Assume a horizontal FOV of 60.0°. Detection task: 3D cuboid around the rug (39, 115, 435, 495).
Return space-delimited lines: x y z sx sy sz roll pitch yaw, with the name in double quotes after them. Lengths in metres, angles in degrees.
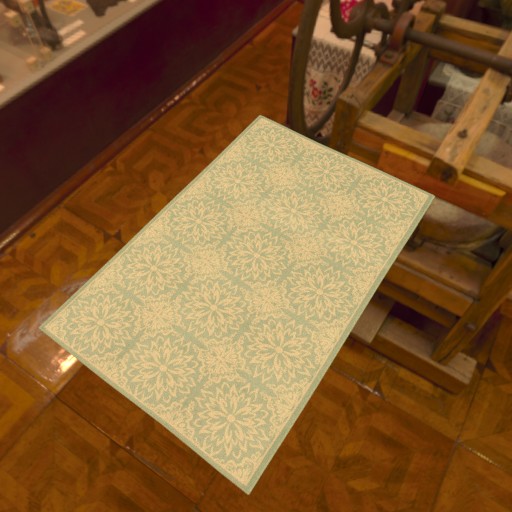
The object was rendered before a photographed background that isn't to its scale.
0.000 0.000 3.448 1.819 0.018 2.746 30 62 18 "rug"
